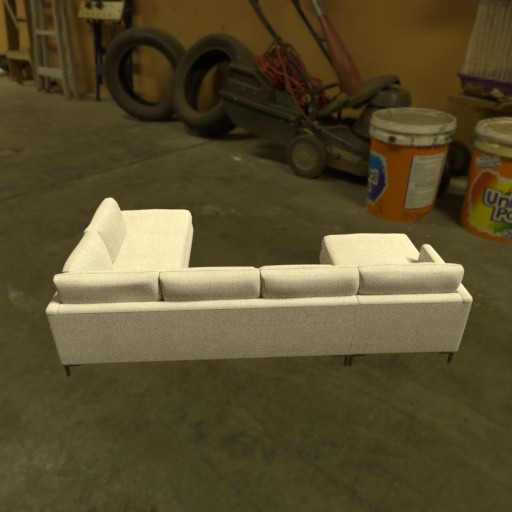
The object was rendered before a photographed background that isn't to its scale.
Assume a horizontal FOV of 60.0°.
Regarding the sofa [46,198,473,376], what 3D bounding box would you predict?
[{"bbox_3d":[0.000,0.000,3.653,2.737,0.756,1.879,-1,30,-2],"label":"sofa"}]
